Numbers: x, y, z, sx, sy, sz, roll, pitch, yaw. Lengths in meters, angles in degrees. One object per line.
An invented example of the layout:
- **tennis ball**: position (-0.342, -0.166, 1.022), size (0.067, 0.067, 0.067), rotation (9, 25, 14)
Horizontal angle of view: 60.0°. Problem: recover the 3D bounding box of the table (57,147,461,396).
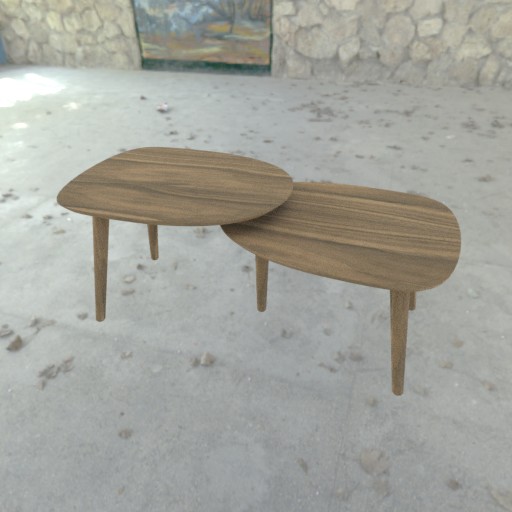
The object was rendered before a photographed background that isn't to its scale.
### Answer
- **table**: position (0.000, 0.000, 1.339), size (1.084, 0.429, 0.527), rotation (10, 34, 16)
